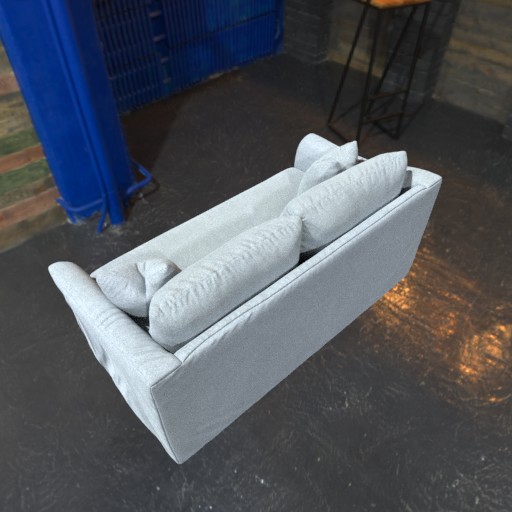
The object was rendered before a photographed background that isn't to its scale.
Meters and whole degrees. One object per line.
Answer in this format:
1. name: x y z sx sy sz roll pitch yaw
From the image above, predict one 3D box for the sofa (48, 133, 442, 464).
1. sofa: 0.000 0.000 2.622 2.010 1.018 1.072 -32 53 -28
